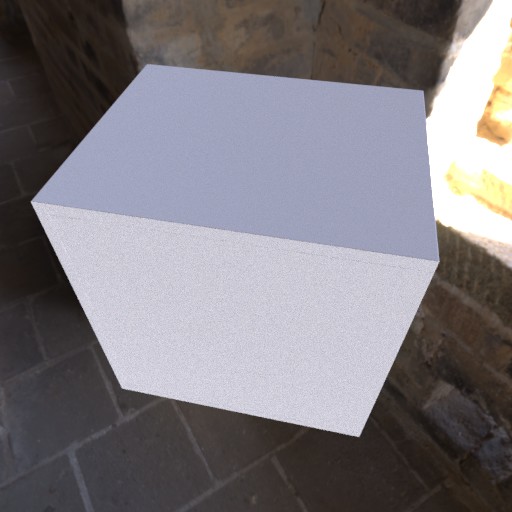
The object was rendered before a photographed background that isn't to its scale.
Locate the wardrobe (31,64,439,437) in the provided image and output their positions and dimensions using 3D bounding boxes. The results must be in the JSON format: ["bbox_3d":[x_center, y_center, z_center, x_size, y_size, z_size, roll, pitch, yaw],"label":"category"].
[{"bbox_3d":[0.000,0.000,0.850,0.500,0.520,0.400,9,48,8],"label":"wardrobe"}]
